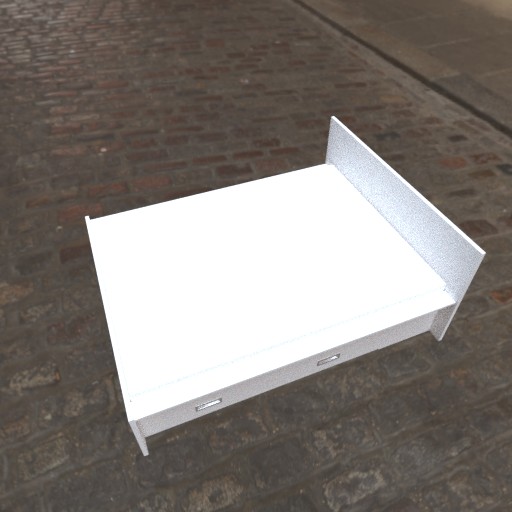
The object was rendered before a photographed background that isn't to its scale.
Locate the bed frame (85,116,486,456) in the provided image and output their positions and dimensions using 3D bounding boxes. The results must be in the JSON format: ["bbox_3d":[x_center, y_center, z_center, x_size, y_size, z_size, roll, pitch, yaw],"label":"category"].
[{"bbox_3d":[0.000,0.000,2.891,1.960,0.800,1.622,-16,47,-16],"label":"bed frame"}]
